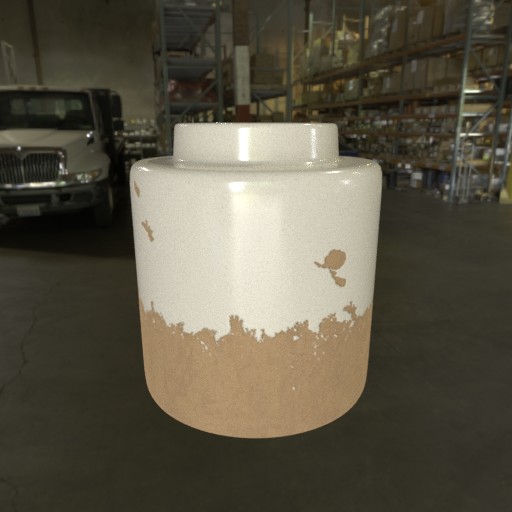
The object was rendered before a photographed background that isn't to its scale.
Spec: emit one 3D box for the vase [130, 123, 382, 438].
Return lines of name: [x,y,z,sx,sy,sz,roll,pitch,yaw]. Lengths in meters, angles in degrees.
vase: [0.000,0.000,0.292,0.153,0.167,0.153,0,16,0]
